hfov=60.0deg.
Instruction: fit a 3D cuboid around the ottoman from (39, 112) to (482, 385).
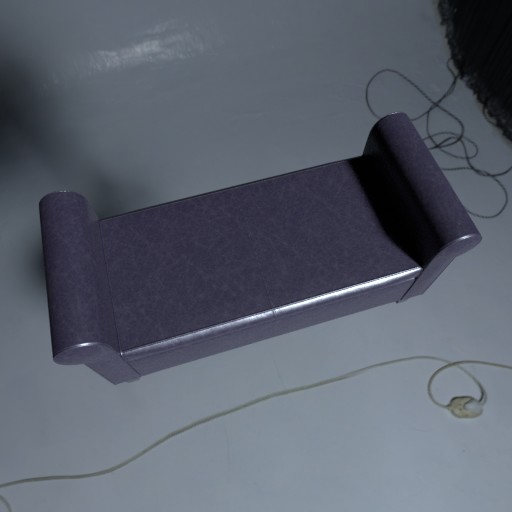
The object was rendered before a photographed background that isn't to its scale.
[{"bbox_3d":[0.000,0.000,1.539,1.256,0.547,0.521,-15,64,-8],"label":"ottoman"}]
